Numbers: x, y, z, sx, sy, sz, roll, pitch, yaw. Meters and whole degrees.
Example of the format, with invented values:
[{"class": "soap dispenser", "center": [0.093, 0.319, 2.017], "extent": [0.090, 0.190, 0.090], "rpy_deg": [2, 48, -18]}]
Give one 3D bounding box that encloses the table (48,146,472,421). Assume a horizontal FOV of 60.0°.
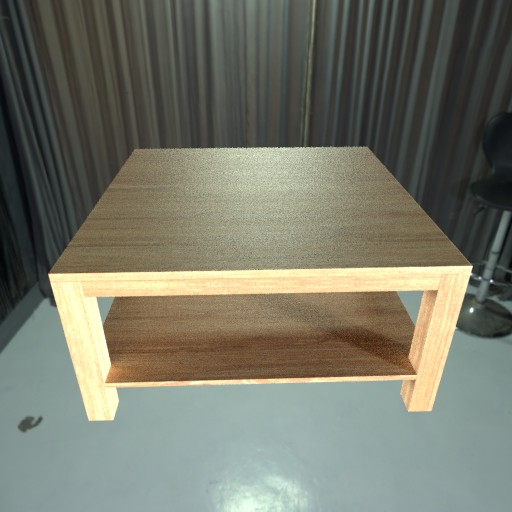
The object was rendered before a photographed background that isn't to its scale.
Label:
[{"class": "table", "center": [0.000, 0.000, 1.440], "extent": [0.900, 0.450, 0.900], "rpy_deg": [-1, 30, -2]}]
